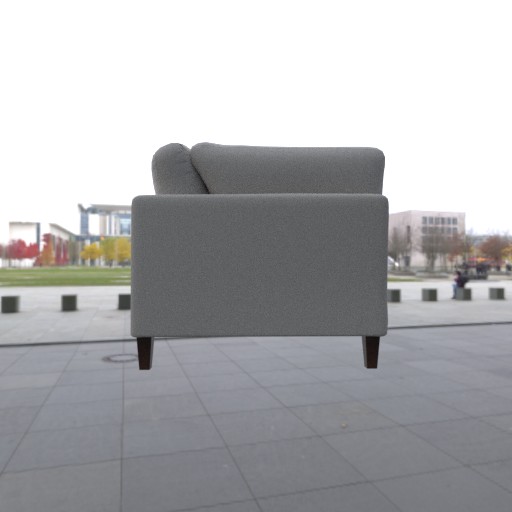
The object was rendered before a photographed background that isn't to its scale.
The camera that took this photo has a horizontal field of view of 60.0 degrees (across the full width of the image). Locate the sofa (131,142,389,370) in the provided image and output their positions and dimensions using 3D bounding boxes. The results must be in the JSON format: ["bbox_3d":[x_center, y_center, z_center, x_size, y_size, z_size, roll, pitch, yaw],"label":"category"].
[{"bbox_3d":[0.000,0.000,2.710,0.957,0.863,2.301,0,-1,-1],"label":"sofa"}]
